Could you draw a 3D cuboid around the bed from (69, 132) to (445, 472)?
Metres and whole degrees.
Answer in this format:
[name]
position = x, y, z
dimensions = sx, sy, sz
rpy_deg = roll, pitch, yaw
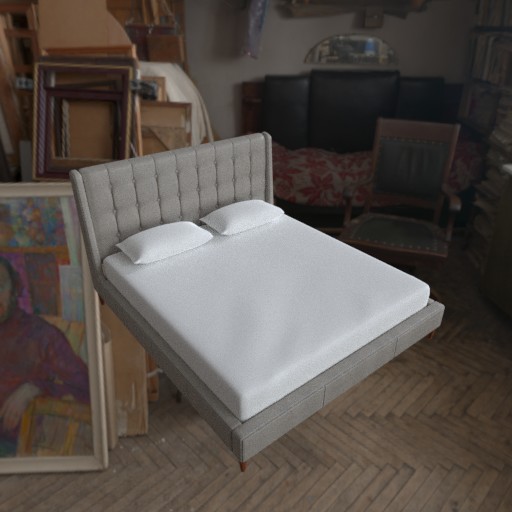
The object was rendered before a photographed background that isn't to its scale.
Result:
[bed]
position = 0.000, 0.000, 3.666
dimensions = 2.062, 1.289, 2.342
rpy_deg = -21, 36, -33
